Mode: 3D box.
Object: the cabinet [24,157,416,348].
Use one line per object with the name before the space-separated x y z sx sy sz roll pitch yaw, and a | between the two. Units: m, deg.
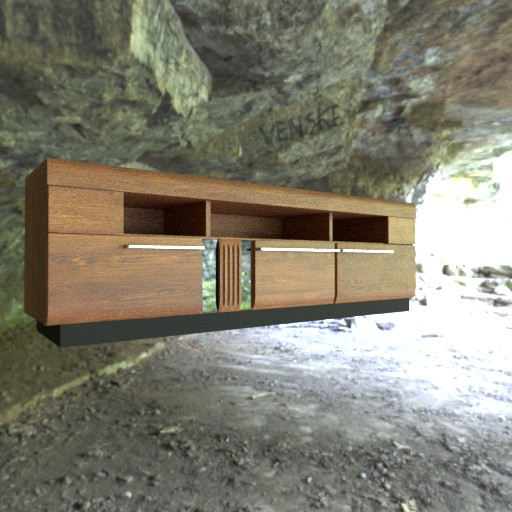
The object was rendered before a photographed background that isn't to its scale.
cabinet | 0.000 0.000 1.774 1.600 0.510 0.419 1 -1 -35
